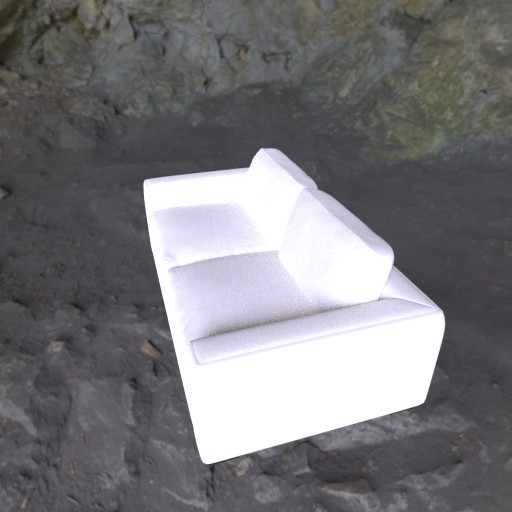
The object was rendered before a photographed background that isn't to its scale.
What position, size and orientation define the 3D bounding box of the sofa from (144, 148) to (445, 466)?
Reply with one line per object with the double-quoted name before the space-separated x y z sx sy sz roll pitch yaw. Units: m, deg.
"sofa" 0.000 0.000 2.509 1.069 0.801 1.920 -9 32 -15
